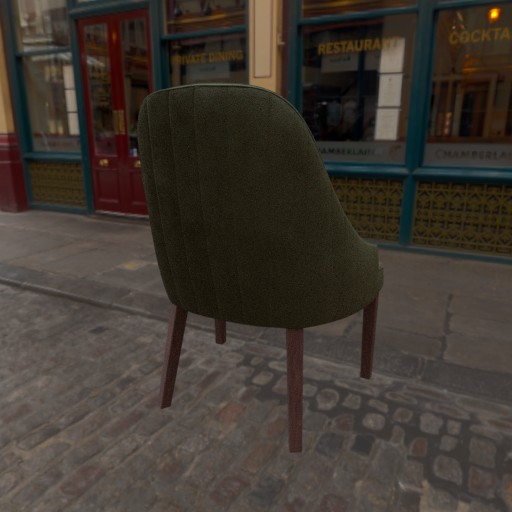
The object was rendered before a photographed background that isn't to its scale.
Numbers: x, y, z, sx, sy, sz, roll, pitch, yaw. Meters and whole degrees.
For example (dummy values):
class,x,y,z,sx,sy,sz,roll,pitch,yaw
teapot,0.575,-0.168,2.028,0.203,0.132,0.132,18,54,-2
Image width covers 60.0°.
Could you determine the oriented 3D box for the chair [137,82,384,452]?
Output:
class,x,y,z,sx,sy,sz,roll,pitch,yaw
chair,0.000,0.000,1.290,0.643,0.889,0.575,7,16,26
